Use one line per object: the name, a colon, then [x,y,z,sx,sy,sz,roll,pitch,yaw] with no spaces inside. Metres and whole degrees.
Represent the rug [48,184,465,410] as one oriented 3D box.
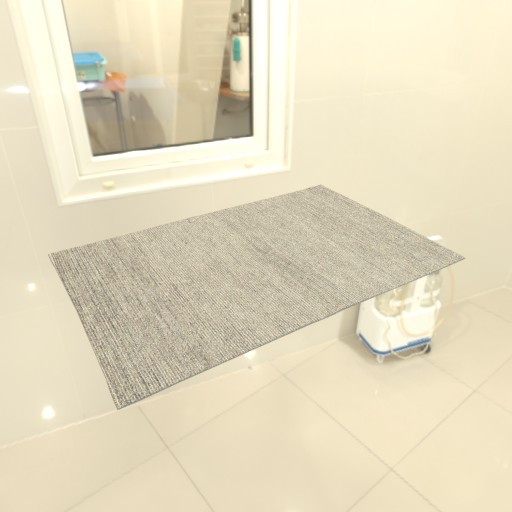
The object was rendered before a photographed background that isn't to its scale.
rug: [0.000,0.000,2.267,1.804,0.022,1.162,-18,35,-27]
